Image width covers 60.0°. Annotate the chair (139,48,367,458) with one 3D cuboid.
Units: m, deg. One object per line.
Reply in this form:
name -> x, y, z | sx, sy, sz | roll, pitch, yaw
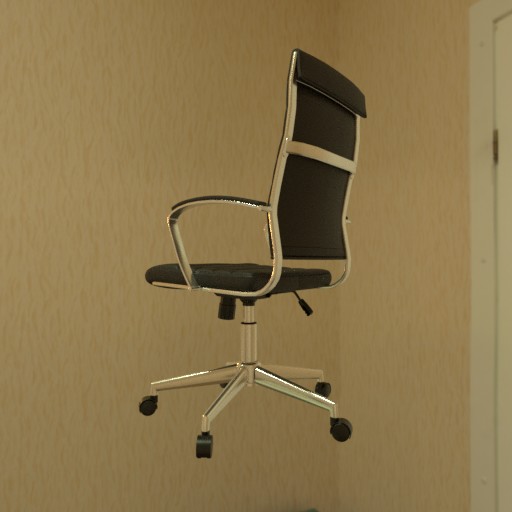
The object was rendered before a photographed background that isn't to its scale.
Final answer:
chair -> 0.000, 0.000, 1.586 | 0.739, 1.149, 0.766 | 0, -1, 38
